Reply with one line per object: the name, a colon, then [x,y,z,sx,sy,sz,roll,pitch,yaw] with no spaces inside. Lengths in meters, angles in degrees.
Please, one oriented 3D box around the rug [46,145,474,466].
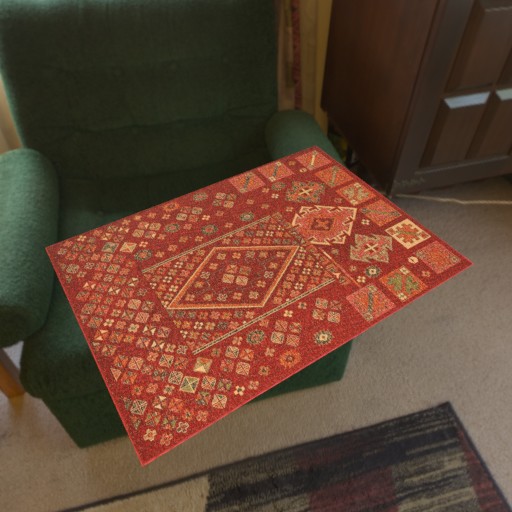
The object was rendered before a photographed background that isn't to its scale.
rug: [0.000,0.000,4.206,3.306,0.011,2.389,-25,51,-22]
